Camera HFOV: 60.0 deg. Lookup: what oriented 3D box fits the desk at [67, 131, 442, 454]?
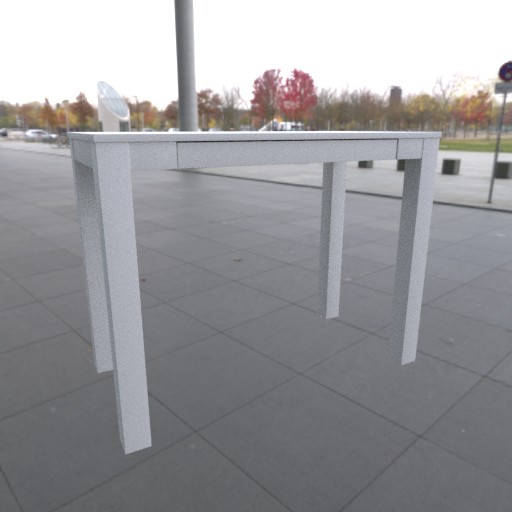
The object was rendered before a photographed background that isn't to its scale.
[{"bbox_3d":[0.000,0.000,1.416,0.990,0.762,0.497,-8,18,-27],"label":"desk"}]
